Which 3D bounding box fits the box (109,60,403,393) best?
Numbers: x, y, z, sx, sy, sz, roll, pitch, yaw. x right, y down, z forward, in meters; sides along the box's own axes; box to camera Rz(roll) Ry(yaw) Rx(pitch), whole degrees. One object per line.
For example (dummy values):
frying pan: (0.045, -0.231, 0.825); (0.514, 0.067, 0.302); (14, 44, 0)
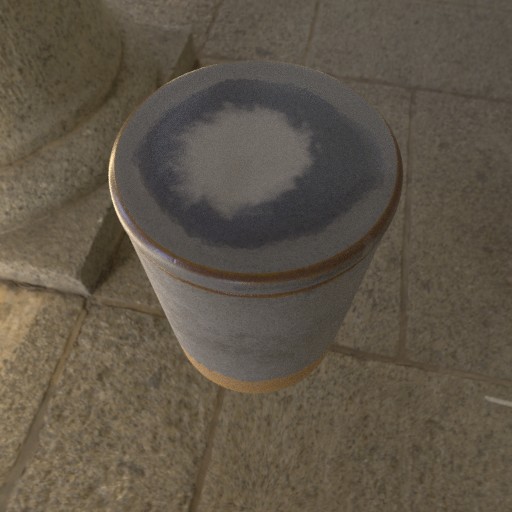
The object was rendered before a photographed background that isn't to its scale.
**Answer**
box: (0.000, 0.000, 0.248); (0.118, 0.168, 0.118); (0, 60, 0)
